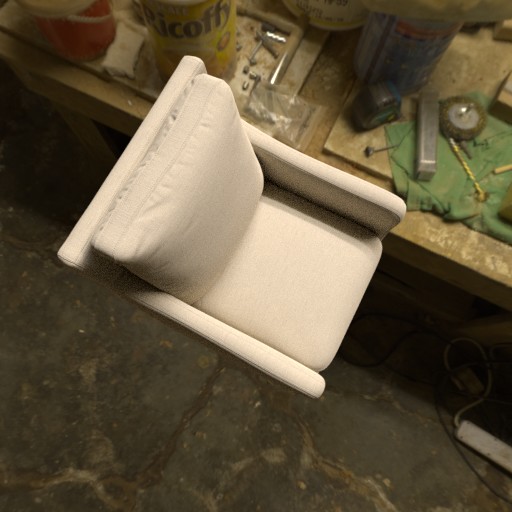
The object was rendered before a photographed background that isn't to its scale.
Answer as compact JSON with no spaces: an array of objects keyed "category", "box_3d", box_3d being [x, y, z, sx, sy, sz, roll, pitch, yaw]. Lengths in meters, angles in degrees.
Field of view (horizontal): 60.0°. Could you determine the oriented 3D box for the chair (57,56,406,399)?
[{"category":"chair","box_3d":[0.000,0.000,1.371,0.694,0.914,0.626,27,78,6]}]
